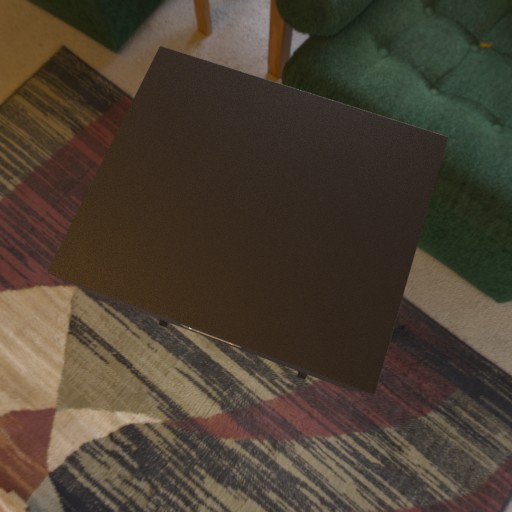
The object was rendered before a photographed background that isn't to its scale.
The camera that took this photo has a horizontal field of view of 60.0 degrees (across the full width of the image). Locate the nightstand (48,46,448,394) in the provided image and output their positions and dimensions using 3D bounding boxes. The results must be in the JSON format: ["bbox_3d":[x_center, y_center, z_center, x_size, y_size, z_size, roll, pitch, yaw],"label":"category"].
[{"bbox_3d":[0.000,0.000,0.950,0.479,0.623,0.402,19,76,5],"label":"nightstand"}]
